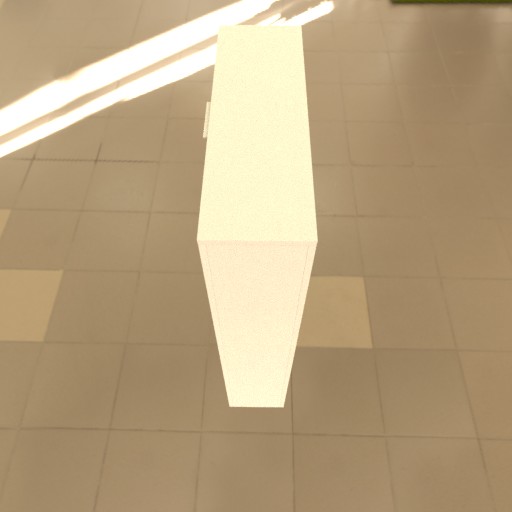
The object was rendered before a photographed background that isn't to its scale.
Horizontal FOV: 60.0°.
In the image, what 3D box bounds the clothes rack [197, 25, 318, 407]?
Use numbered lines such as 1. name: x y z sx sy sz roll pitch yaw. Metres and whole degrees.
1. clothes rack: 0.000 0.000 1.605 0.250 1.280 0.750 1 57 0
